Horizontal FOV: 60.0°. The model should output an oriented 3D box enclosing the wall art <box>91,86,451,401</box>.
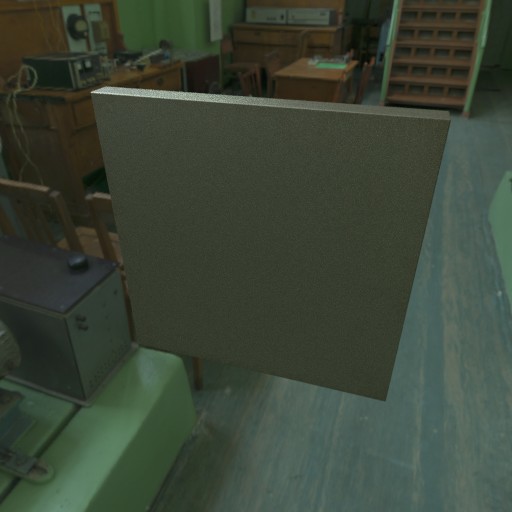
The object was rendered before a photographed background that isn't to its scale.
[{"bbox_3d":[0.000,0.000,0.746,0.503,0.506,0.040,9,33,15],"label":"wall art"}]
